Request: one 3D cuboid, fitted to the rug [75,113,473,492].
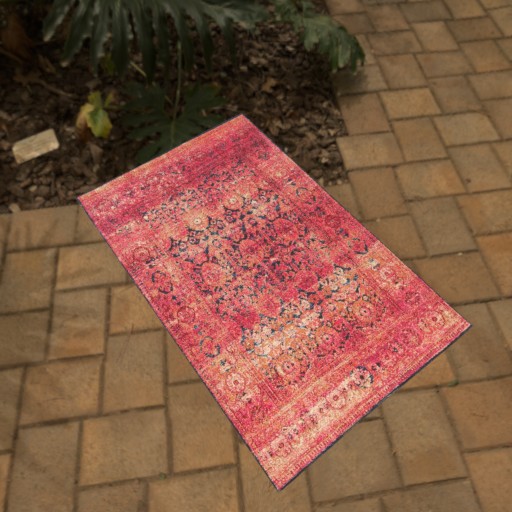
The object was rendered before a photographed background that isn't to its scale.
[{"bbox_3d":[0.000,0.000,3.030,1.539,0.018,2.449,-33,64,-19],"label":"rug"}]
